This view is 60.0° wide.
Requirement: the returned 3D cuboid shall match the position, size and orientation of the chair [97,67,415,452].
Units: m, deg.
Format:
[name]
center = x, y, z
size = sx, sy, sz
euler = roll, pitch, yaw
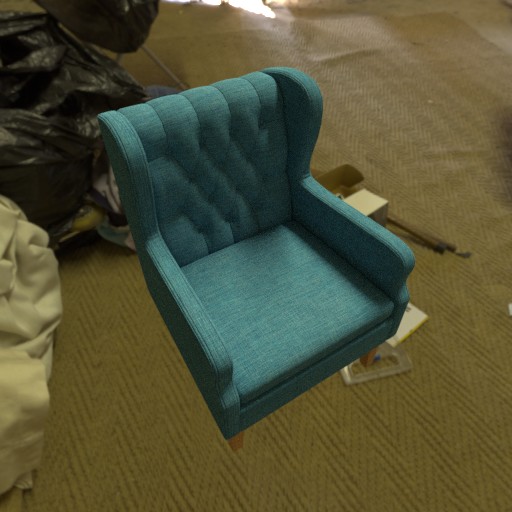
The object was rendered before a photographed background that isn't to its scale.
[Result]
[chair]
center = 0.000, 0.000, 1.496
size = 0.711, 0.952, 0.775
euler = -25, 50, -22
